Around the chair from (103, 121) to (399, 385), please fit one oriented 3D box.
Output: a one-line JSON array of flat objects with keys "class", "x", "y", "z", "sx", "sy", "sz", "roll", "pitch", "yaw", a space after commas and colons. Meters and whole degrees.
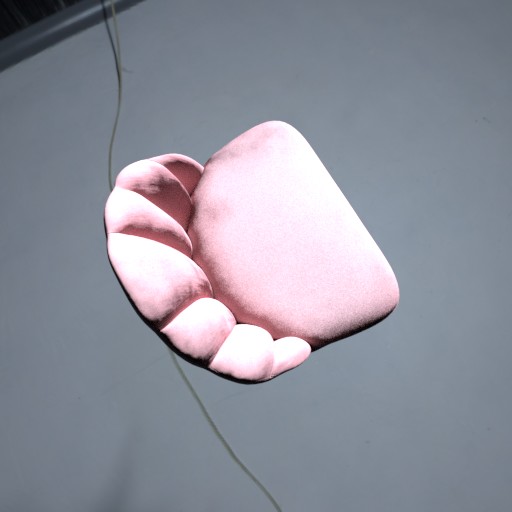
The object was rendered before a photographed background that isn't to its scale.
[{"class": "chair", "x": 0.000, "y": 0.000, "z": 1.253, "sx": 0.599, "sy": 0.819, "sz": 0.657, "roll": -30, "pitch": 78, "yaw": -7}]
